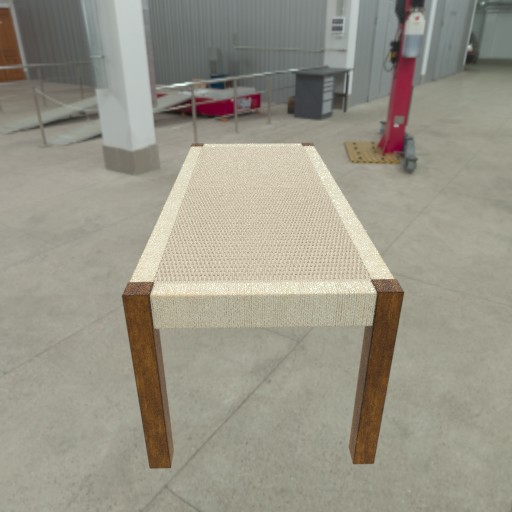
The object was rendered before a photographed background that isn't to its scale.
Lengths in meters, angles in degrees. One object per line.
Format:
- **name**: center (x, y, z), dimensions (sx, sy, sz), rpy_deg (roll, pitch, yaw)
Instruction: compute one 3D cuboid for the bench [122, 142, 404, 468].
- **bench**: center (0.000, 0.000, 1.430), dimensions (0.507, 0.457, 1.198), rpy_deg (-1, 27, -1)
